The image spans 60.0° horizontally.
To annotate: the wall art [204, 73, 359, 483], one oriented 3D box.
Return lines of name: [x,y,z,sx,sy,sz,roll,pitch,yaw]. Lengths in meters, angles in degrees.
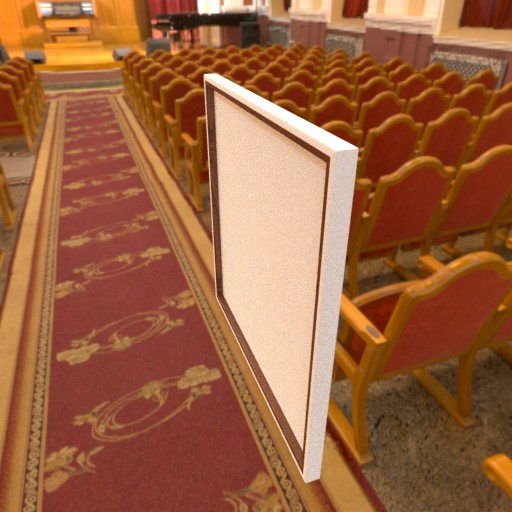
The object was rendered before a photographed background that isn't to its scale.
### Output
wall art: [0.000,0.000,1.114,0.037,0.757,0.757,-10,32,-17]
